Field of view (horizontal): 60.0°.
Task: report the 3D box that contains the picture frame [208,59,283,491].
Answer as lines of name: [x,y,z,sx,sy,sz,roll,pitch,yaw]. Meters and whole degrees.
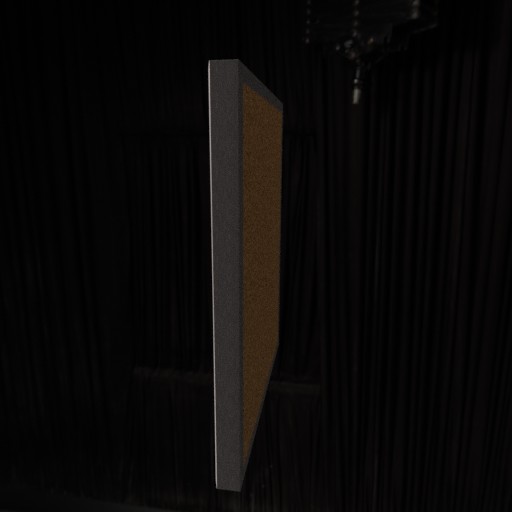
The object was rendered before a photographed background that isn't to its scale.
picture frame: [0.000,0.000,0.532,0.027,0.378,0.327,2,14,9]
